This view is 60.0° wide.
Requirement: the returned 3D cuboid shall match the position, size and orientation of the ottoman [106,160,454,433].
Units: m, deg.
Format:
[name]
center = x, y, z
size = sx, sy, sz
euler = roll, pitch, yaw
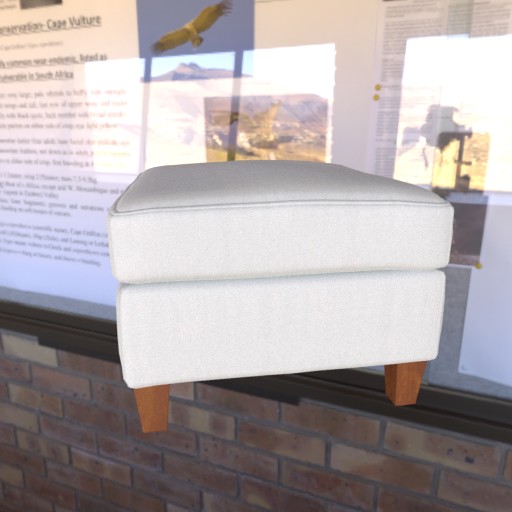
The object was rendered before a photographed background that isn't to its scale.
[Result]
[ottoman]
center = 0.000, 0.000, 1.178
size = 0.634, 0.496, 0.818
euler = -3, 16, -9
